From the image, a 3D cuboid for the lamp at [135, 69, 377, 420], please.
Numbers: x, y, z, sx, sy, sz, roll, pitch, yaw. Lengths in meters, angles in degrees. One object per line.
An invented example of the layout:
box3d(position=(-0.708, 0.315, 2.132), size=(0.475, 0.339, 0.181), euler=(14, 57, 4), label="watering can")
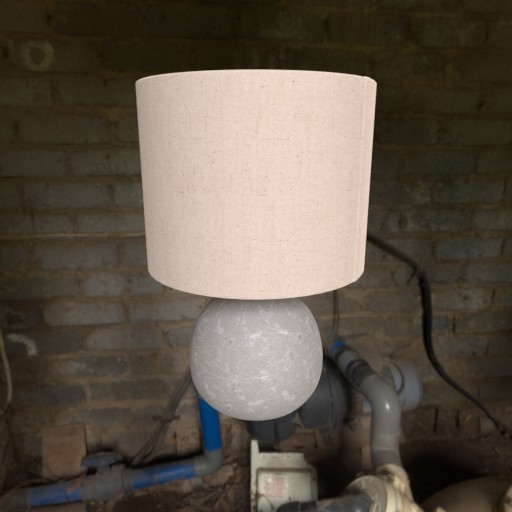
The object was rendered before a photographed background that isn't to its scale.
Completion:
box3d(position=(0.000, 0.000, 0.565), size=(0.269, 0.409, 0.269), euler=(-15, 21, -43), label="lamp")
